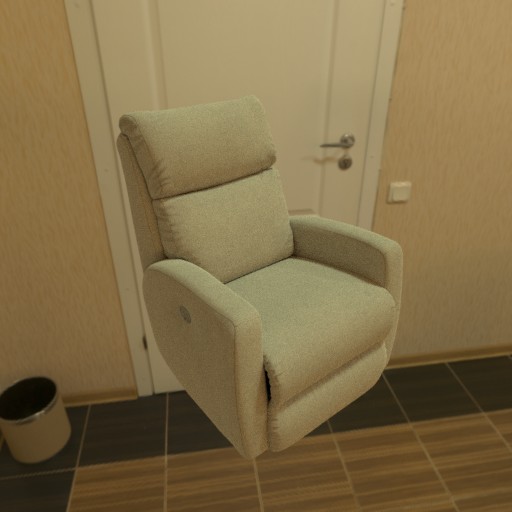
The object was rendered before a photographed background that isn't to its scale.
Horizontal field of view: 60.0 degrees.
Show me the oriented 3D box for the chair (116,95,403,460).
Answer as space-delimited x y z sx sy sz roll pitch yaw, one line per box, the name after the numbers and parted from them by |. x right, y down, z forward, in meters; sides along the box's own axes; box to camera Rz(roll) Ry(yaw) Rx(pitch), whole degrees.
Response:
0.000 0.000 1.696 0.794 1.021 0.940 -21 36 -32 | chair
